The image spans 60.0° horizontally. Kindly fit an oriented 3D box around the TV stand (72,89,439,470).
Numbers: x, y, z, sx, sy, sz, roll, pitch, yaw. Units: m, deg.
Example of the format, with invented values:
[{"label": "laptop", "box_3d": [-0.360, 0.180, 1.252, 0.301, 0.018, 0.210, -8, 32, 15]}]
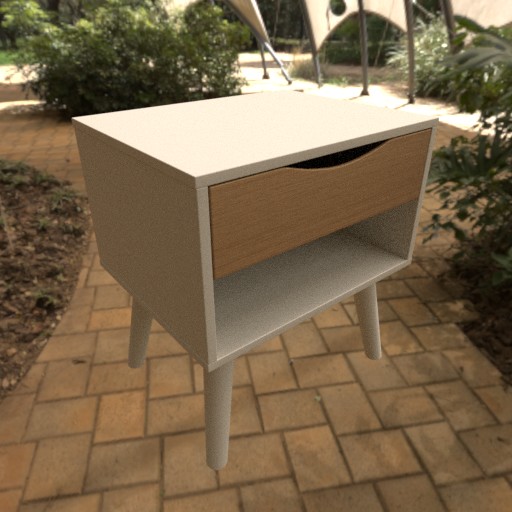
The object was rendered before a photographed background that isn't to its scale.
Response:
[{"label": "TV stand", "box_3d": [0.000, 0.000, 0.917, 0.508, 0.559, 0.405, -21, 36, -33]}]
